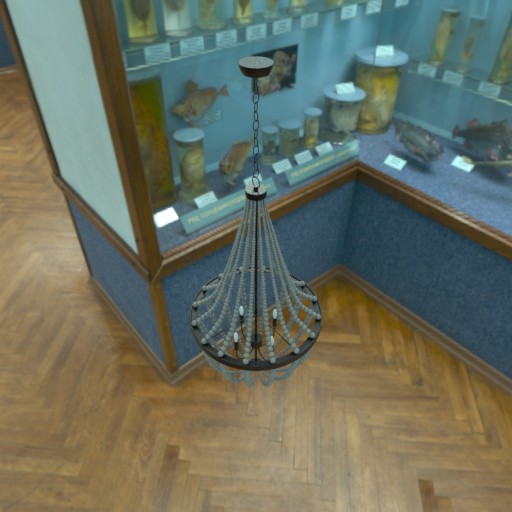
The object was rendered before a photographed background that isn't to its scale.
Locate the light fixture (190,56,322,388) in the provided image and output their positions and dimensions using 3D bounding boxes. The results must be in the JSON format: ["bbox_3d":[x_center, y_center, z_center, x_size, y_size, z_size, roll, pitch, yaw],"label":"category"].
[{"bbox_3d":[0.000,0.000,1.346,0.450,1.133,0.450,0,41,0],"label":"light fixture"}]
